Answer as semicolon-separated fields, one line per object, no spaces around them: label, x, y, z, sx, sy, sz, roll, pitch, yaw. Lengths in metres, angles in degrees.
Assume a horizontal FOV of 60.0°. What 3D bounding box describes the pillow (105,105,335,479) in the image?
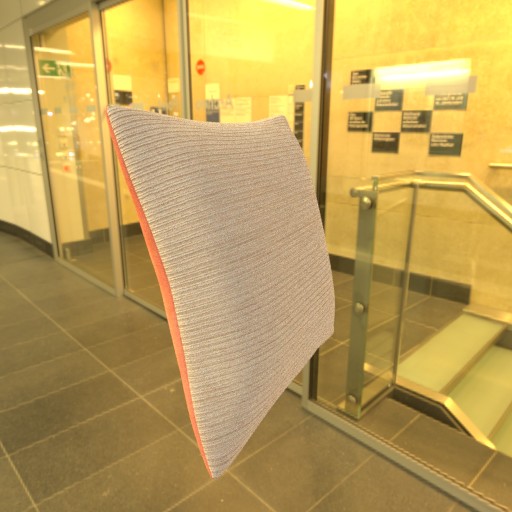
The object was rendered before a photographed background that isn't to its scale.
pillow;0.000;0.000;0.644;0.177;0.401;0.424;8;18;26
